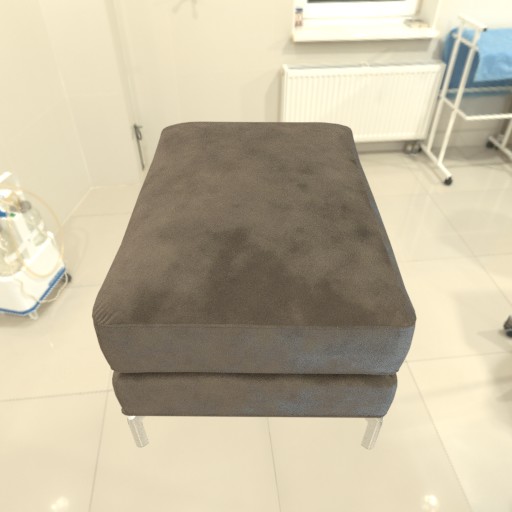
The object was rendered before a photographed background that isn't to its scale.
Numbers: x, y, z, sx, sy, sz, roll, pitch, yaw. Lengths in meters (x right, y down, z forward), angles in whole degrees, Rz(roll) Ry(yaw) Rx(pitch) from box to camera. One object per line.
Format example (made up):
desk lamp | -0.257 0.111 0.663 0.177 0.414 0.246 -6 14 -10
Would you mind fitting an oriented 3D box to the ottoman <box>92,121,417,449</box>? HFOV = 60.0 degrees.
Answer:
ottoman | 0.000 0.000 1.048 0.520 0.456 0.719 0 41 0
